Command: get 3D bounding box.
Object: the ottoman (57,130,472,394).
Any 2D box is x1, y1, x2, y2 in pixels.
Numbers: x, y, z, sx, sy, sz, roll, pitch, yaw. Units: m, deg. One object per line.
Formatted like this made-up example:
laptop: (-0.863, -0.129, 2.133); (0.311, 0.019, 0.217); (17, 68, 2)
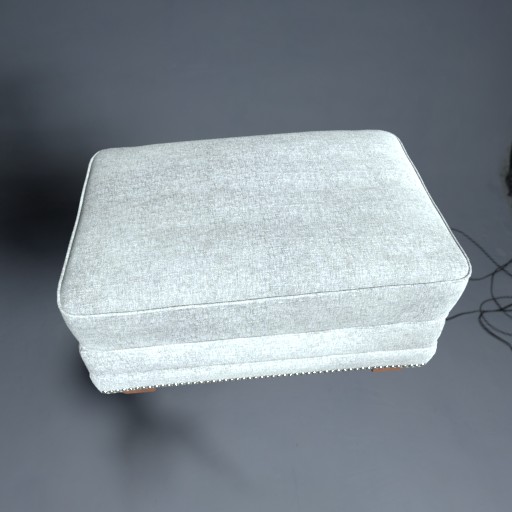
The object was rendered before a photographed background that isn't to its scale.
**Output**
ottoman: (0.000, 0.000, 1.122); (0.813, 0.457, 0.561); (-4, 46, -4)
